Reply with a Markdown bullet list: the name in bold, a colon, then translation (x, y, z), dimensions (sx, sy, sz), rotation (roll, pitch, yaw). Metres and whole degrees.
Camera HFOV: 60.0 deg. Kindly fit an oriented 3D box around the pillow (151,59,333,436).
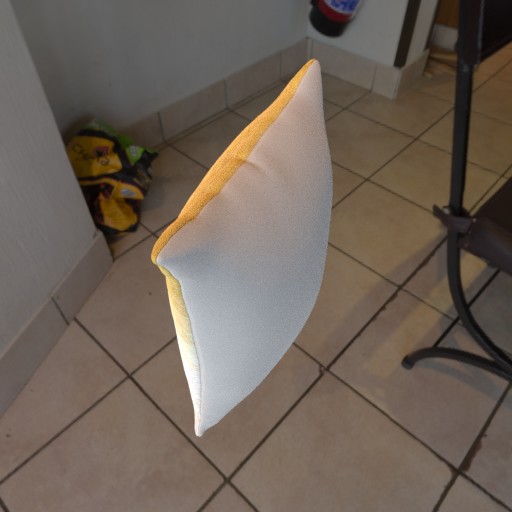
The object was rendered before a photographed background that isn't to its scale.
- **pillow**: translation (0.000, 0.000, 0.704), dimensions (0.211, 0.450, 0.450), rotation (19, 50, 16)
